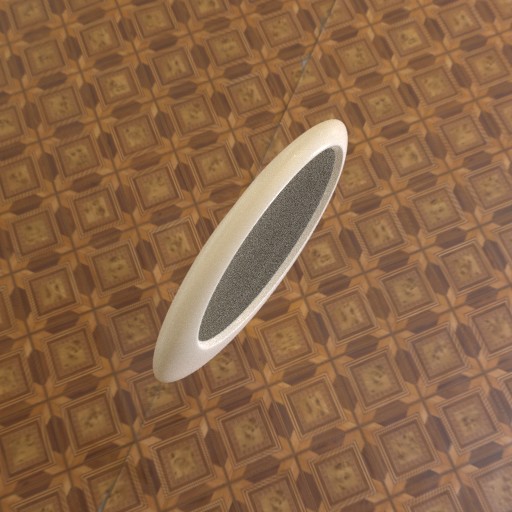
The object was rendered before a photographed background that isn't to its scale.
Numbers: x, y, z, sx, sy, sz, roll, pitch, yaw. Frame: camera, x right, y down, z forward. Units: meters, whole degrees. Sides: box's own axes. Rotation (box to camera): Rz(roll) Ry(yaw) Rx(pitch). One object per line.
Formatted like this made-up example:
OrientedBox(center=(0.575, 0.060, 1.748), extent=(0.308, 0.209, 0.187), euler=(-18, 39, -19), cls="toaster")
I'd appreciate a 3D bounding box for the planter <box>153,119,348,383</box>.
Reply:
OrientedBox(center=(0.000, 0.000, 0.275), extent=(0.043, 0.188, 0.185), euler=(35, 79, 8), cls="planter")
